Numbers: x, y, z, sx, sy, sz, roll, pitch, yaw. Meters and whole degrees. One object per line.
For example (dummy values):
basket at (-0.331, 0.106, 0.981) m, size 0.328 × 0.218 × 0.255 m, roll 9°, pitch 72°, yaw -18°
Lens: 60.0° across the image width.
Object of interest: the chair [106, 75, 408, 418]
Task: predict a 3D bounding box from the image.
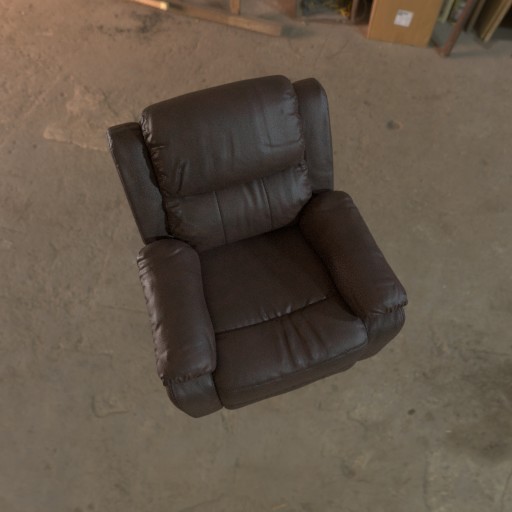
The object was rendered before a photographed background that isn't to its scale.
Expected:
chair at (0.000, 0.000, 1.274) m, size 0.680 × 0.702 × 0.707 m, roll -17°, pitch 64°, yaw -9°
